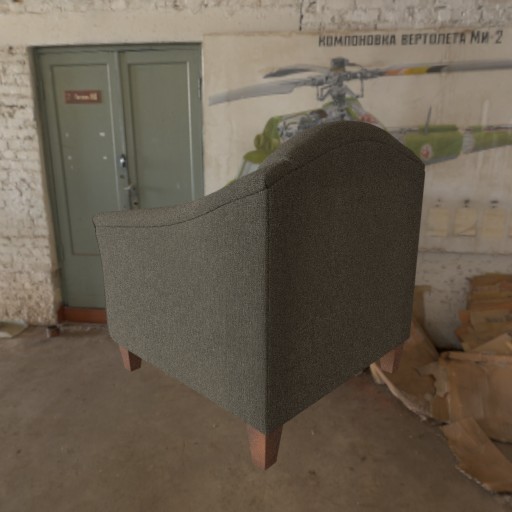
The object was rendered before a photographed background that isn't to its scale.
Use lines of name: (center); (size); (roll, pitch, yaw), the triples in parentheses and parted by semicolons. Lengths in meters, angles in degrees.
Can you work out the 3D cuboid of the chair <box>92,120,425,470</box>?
chair: (0.000, 0.000, 1.469); (0.787, 0.839, 0.763); (13, 20, 42)
